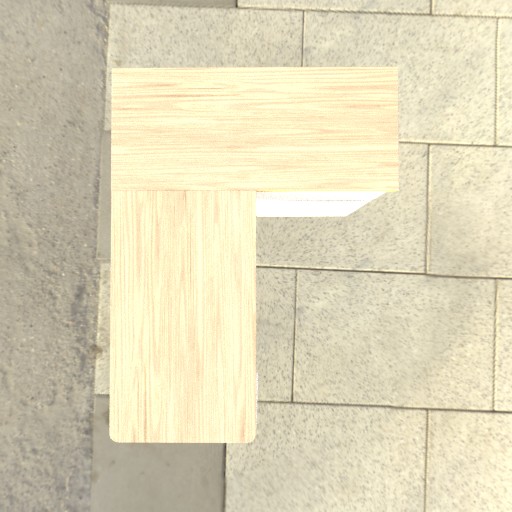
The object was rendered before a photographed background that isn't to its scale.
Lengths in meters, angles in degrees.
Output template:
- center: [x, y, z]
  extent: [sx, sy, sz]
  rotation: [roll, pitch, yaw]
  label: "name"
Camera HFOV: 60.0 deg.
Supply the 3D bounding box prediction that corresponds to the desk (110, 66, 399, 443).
- center: [0.000, 0.000, 1.758]
  extent: [0.900, 0.760, 1.170]
  rotation: [0, 89, 1]
  label: "desk"
